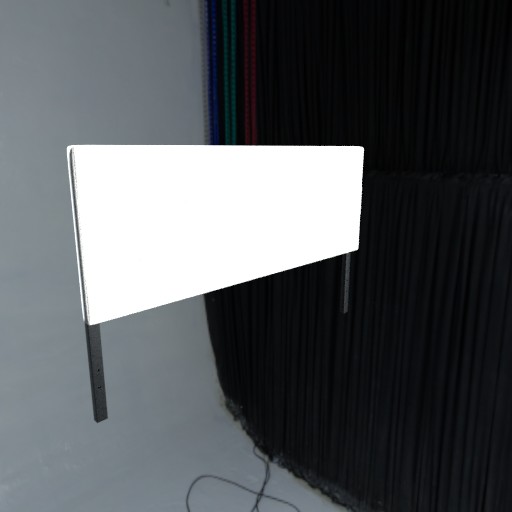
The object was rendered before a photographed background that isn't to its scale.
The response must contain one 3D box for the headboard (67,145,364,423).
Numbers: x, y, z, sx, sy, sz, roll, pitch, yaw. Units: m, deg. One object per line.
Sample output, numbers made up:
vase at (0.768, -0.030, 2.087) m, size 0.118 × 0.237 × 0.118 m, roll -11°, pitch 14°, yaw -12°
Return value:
headboard at (0.000, 0.000, 2.930) m, size 2.362 × 1.410 × 0.120 m, roll -13°, pitch 19°, yaw -43°
